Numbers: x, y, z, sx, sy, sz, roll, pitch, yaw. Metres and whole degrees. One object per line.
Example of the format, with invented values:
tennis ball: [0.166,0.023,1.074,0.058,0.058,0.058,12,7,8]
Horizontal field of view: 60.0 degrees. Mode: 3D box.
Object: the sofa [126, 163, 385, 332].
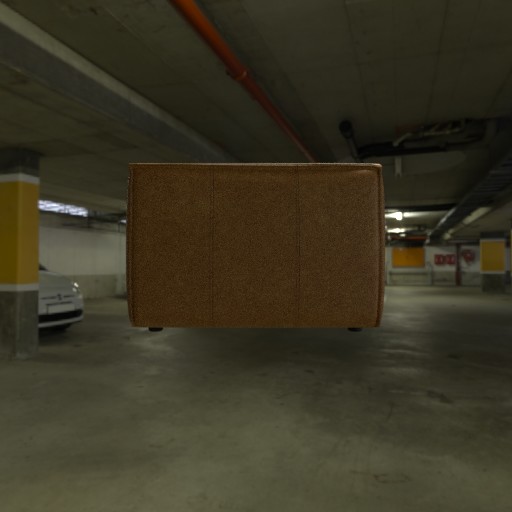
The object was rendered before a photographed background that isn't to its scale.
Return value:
sofa: [0.000,0.000,3.044,1.102,0.701,2.581,0,-1,0]
